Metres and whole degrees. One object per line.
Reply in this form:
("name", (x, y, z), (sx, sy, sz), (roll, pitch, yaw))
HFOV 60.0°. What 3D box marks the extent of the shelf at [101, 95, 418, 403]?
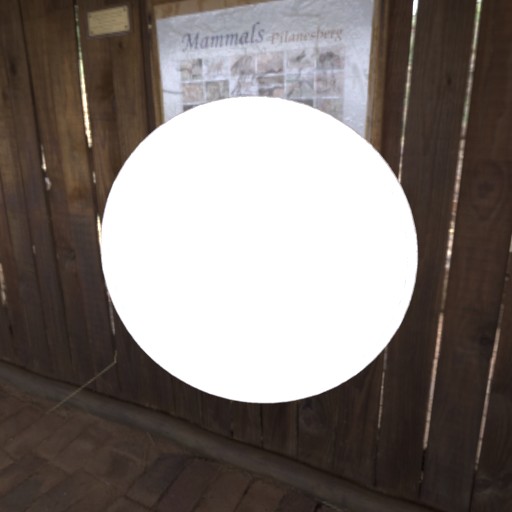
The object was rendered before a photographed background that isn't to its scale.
("shelf", (0.000, 0.000, 1.196), (0.806, 0.807, 0.158), (2, 16, 7))
